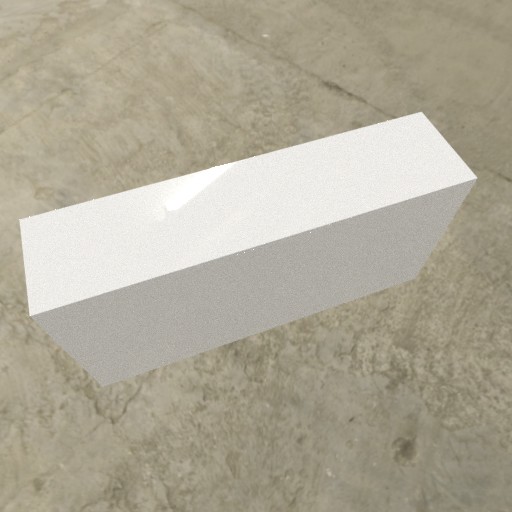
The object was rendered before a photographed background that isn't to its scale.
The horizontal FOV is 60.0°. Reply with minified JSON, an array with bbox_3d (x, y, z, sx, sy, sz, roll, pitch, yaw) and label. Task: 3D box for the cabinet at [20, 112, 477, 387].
[{"bbox_3d":[0.000,0.000,1.971,1.650,0.800,0.400,-17,59,-11],"label":"cabinet"}]
